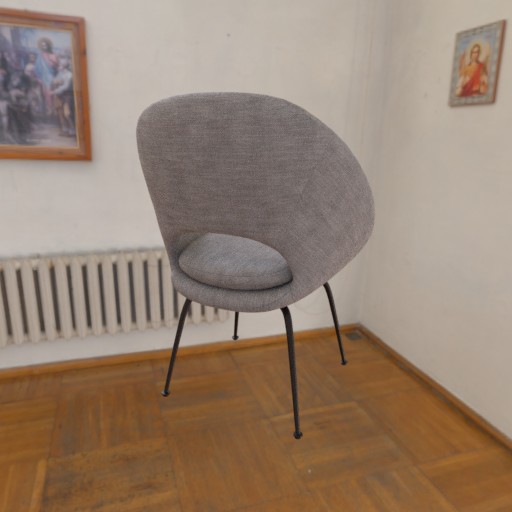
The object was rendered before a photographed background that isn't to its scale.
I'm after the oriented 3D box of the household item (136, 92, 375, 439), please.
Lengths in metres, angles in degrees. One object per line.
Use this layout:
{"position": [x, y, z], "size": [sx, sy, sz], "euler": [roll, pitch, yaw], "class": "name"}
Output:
{"position": [0.000, 0.000, 1.310], "size": [0.643, 0.869, 0.587], "euler": [8, 17, 26], "class": "household item"}
